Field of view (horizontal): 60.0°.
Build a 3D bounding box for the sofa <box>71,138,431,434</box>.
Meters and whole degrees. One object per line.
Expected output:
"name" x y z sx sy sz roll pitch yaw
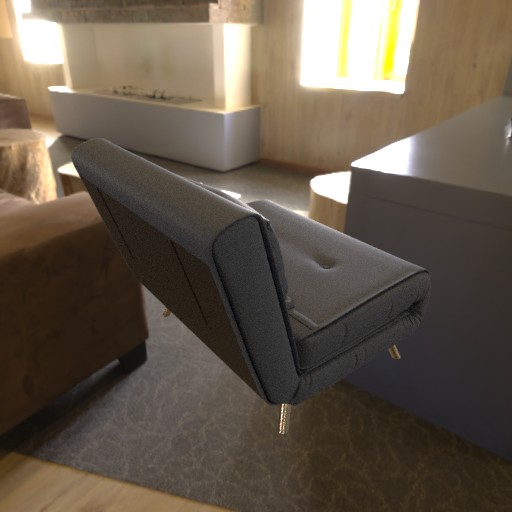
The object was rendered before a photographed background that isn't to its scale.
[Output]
"sofa" 0.000 0.000 1.744 0.996 0.860 0.999 -20 33 -33
